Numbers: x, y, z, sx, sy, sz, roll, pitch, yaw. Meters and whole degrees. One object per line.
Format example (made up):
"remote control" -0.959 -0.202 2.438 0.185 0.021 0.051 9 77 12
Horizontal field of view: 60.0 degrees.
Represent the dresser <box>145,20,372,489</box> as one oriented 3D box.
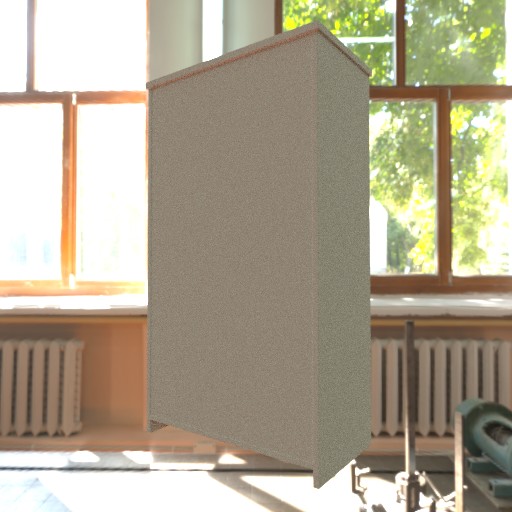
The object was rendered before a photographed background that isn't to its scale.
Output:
"dresser" 0.000 0.000 1.546 0.704 1.255 0.399 -1 -1 36
